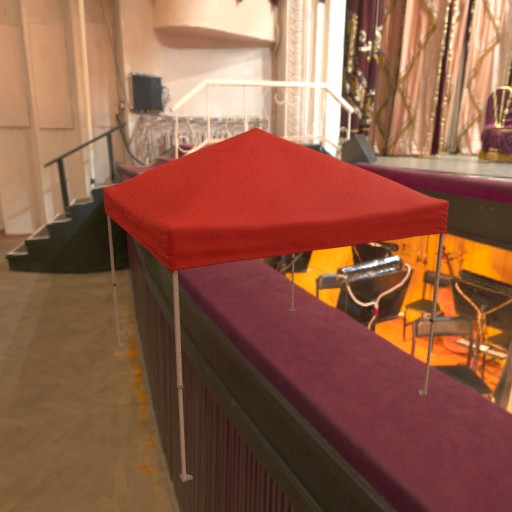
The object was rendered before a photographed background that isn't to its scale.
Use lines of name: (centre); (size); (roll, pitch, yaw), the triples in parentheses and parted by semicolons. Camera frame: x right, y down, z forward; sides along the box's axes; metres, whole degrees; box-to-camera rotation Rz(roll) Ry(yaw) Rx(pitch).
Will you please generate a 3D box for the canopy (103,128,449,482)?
canopy: (0.000, 0.000, 5.387); (2.996, 2.997, 2.998); (-8, 17, -26)
